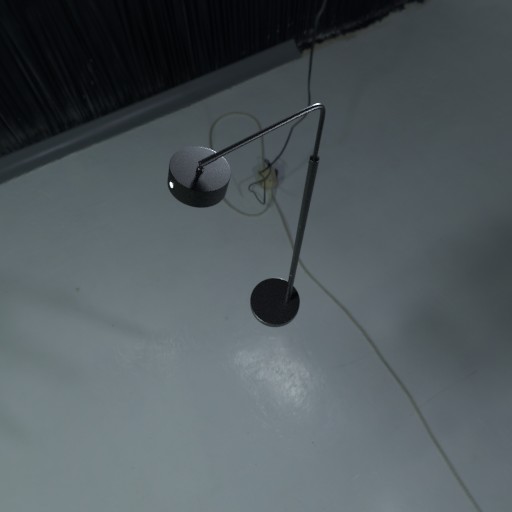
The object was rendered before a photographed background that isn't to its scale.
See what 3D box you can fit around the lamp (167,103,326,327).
[{"bbox_3d":[0.000,0.000,1.414,0.418,1.230,0.219,-29,68,-13],"label":"lamp"}]
